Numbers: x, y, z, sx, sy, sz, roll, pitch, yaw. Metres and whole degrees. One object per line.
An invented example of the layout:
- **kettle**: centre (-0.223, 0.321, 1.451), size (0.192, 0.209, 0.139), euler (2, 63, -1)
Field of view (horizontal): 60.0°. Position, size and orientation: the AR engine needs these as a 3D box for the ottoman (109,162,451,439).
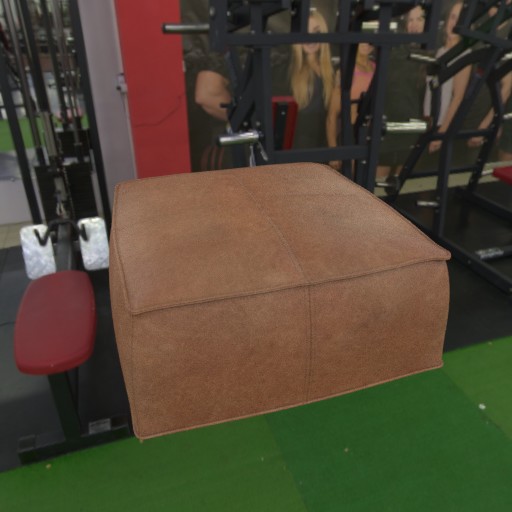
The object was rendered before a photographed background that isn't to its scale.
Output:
- **ottoman**: centre (0.000, 0.000, 1.408), size (0.901, 0.395, 0.902), euler (-9, 30, -15)
